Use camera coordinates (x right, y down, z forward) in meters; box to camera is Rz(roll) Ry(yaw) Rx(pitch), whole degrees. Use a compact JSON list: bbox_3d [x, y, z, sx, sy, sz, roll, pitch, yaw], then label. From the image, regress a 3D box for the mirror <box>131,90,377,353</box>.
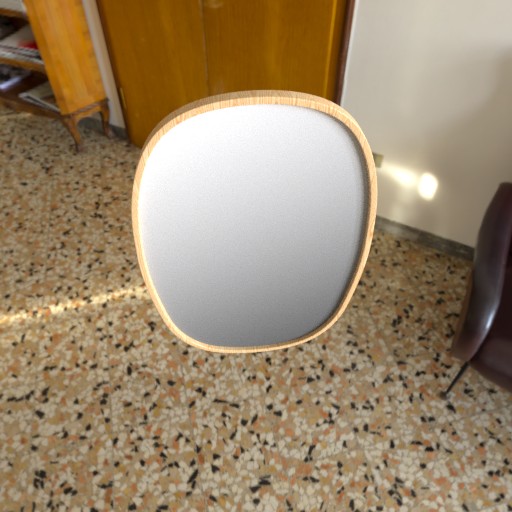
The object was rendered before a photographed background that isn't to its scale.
[{"bbox_3d":[0.000,0.000,1.405,0.724,1.075,0.037,-4,46,-4],"label":"mirror"}]
